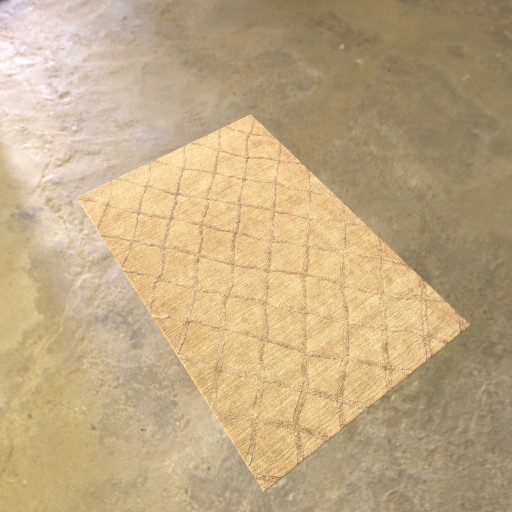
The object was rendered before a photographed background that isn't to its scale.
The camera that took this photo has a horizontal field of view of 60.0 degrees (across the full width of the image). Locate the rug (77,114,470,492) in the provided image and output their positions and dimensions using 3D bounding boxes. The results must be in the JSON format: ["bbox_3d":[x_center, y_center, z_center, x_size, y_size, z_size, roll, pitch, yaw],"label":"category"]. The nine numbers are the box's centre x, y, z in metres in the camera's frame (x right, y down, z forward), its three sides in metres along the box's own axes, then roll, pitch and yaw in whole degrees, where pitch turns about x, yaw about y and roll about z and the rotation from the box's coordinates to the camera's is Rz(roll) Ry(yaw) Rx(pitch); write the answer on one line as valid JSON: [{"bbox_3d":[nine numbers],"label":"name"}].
[{"bbox_3d":[0.000,0.000,2.918,1.528,0.014,2.292,-31,63,-18],"label":"rug"}]
